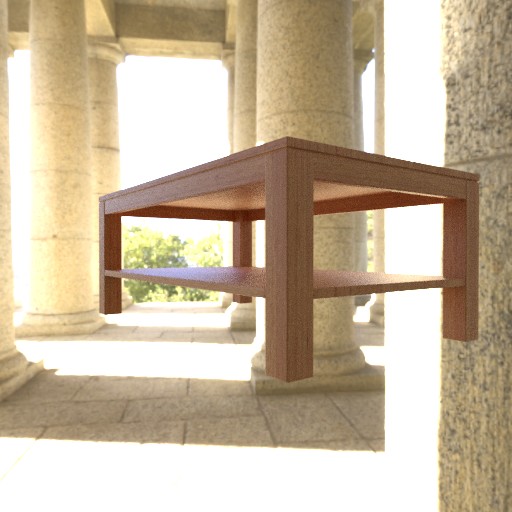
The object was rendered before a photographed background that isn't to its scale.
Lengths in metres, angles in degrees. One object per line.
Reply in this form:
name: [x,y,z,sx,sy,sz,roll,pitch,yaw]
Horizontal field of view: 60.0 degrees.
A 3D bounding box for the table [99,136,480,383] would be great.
table: [0.000,0.000,1.485,0.695,0.457,1.146,0,1,-36]
